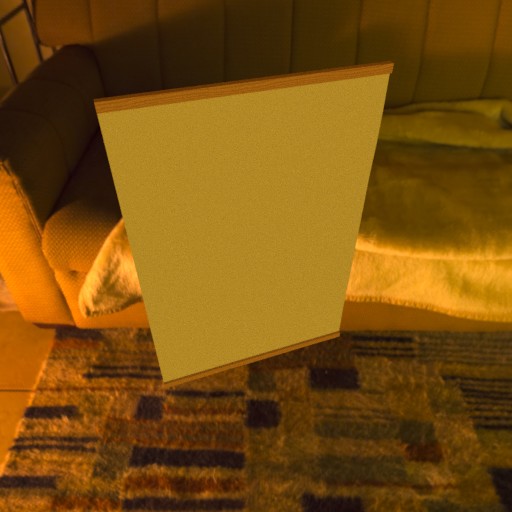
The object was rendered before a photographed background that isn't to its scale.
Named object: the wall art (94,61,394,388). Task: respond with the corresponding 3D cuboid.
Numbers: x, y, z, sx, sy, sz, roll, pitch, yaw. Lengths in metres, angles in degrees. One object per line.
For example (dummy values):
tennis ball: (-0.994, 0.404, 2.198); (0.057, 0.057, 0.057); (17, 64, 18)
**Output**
wall art: (0.000, 0.000, 1.934); (1.011, 1.521, 0.025); (-13, 43, -14)
